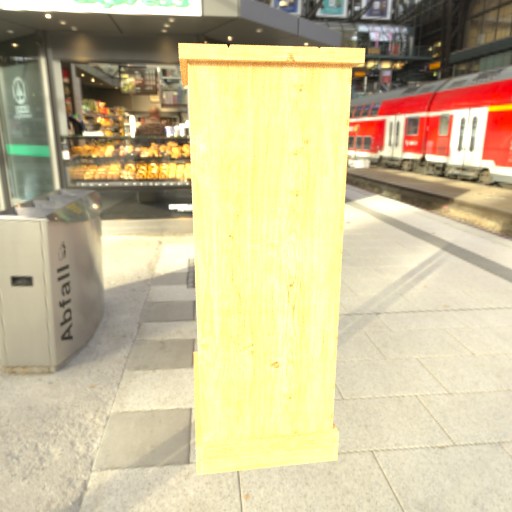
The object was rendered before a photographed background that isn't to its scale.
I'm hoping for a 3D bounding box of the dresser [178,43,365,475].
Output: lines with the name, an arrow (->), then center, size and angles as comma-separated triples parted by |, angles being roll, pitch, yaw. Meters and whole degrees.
dresser -> 0.000, 0.000, 1.302 | 0.390, 1.041, 0.531 | -2, 16, -8
